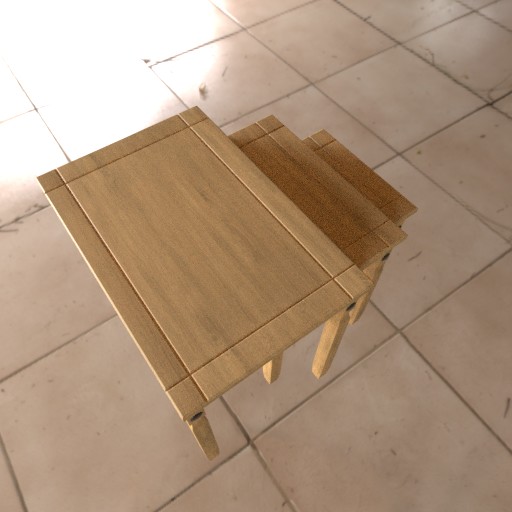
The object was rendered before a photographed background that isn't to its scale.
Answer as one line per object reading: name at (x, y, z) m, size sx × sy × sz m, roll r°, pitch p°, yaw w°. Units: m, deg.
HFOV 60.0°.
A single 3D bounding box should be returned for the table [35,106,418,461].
table at (0.000, 0.000, 1.215) m, size 0.773 × 0.535 × 0.660 m, roll -31°, pitch 62°, yaw -19°
